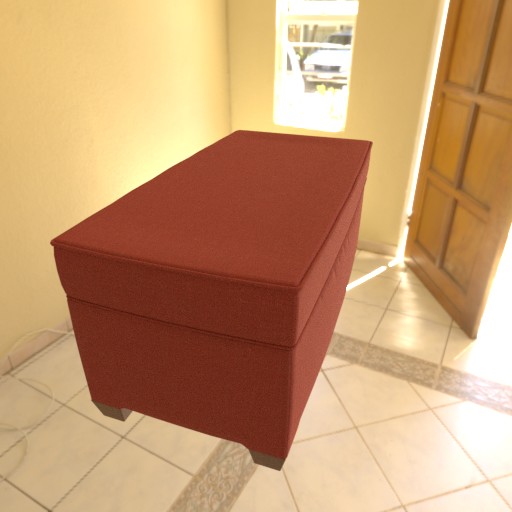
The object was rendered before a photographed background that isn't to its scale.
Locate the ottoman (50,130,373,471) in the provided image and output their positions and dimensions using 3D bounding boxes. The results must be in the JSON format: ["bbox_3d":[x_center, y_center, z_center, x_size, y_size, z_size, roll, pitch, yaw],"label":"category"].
[{"bbox_3d":[0.000,0.000,1.212,0.497,0.454,0.948,10,30,17],"label":"ottoman"}]
